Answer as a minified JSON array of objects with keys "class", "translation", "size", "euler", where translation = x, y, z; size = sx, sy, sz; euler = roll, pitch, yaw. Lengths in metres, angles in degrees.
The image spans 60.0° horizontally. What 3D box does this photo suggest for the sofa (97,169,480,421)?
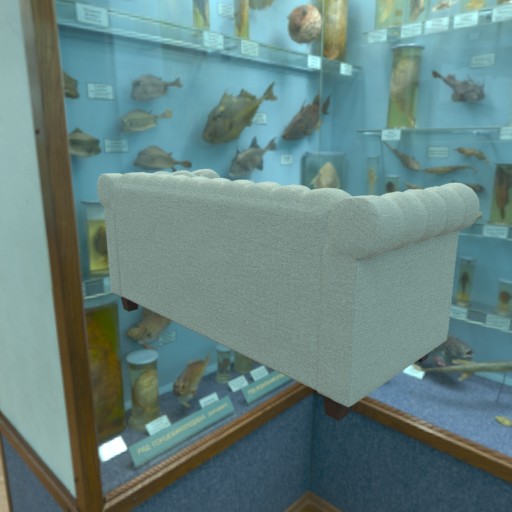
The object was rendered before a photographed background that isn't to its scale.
[{"class":"sofa","translation":[0.000,0.000,2.198],"size":[0.783,0.797,1.798],"euler":[-13,19,-43]}]
